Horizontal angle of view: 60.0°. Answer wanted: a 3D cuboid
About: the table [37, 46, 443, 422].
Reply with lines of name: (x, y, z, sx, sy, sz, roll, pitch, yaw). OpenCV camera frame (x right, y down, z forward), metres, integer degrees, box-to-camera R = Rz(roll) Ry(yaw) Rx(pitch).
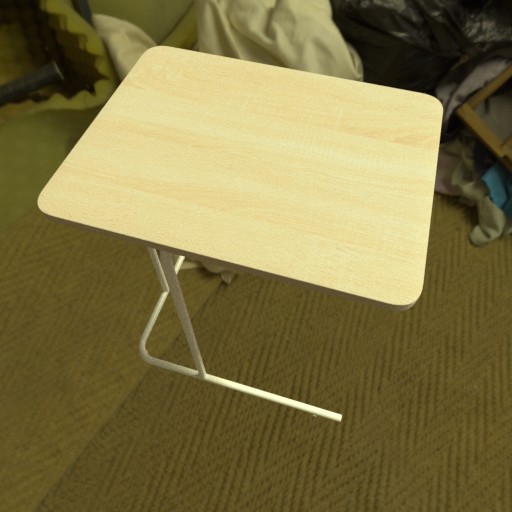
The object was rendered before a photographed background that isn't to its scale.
table: (0.000, 0.000, 0.840, 0.480, 0.550, 0.370, 14, 59, 9)
